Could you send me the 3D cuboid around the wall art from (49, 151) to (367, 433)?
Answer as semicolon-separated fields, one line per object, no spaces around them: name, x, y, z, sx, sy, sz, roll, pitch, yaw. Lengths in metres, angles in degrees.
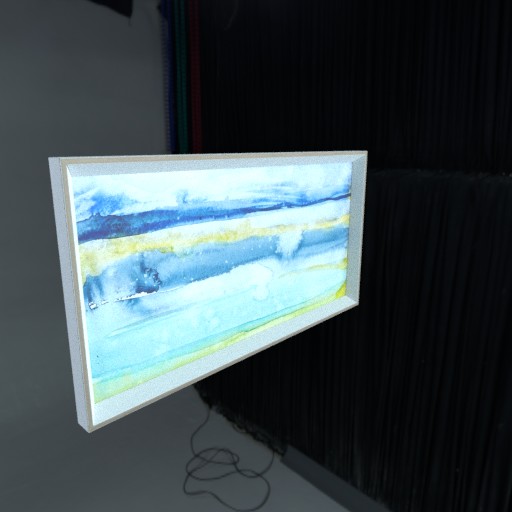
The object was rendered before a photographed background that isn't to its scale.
wall art;0.000;0.000;0.954;0.038;0.431;0.812;13;19;42
